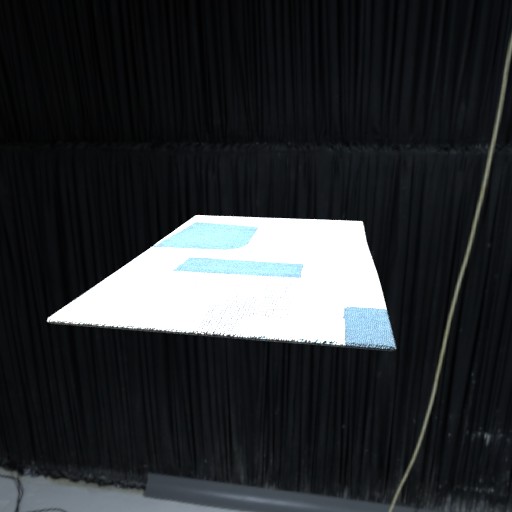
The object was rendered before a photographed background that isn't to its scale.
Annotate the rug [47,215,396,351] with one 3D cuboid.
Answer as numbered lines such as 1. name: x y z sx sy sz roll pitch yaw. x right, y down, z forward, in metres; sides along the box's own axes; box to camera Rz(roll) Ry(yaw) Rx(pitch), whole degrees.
1. rug: 0.000 0.000 2.386 1.238 0.020 1.847 3 17 9
